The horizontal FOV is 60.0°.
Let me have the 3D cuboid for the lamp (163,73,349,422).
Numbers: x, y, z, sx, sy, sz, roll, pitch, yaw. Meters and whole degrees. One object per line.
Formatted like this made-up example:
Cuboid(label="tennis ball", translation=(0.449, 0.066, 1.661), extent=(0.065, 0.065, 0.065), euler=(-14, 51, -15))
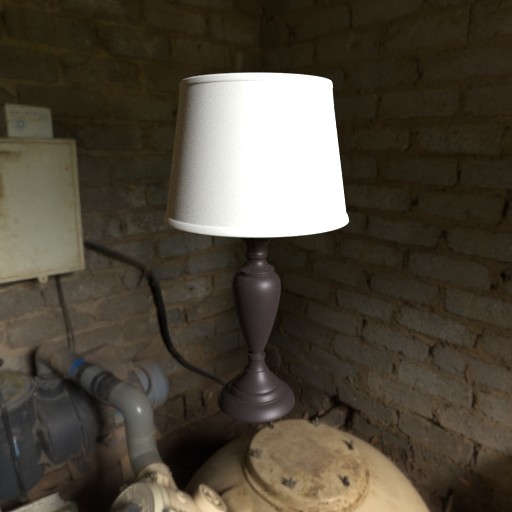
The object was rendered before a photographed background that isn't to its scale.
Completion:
Cuboid(label="lamp", translation=(0.000, 0.000, 0.837), extent=(0.335, 0.611, 0.335), euler=(0, 15, 0))
